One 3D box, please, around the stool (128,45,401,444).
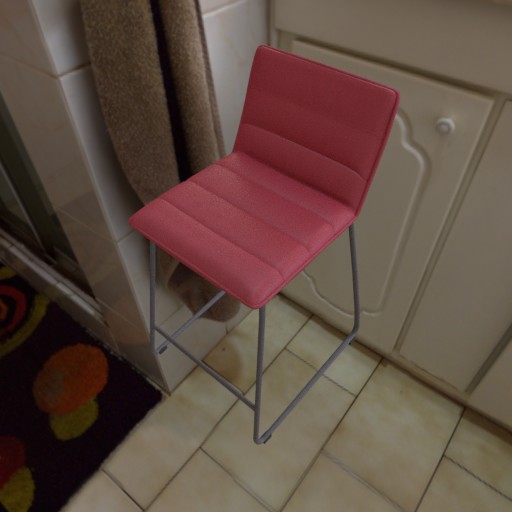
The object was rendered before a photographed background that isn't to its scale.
[{"bbox_3d":[0.000,0.000,1.176,0.489,0.866,0.524,32,54,26],"label":"stool"}]
